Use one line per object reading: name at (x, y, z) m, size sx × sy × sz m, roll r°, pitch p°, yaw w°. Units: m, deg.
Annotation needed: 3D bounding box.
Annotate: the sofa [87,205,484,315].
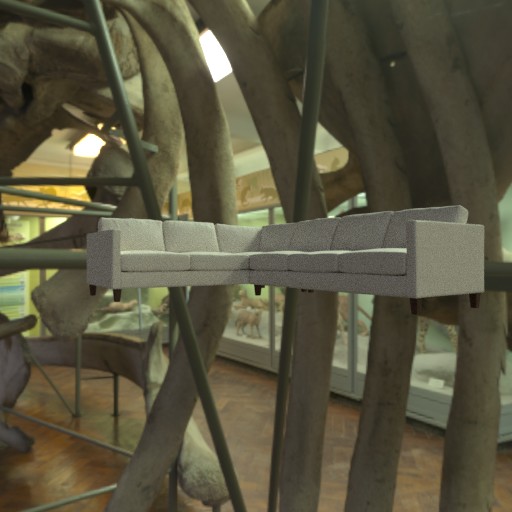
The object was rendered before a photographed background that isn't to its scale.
sofa at (0.000, 0.000, 4.285) m, size 2.432 × 0.863 × 3.182 m, roll 0°, pitch -1°, yaw -34°
